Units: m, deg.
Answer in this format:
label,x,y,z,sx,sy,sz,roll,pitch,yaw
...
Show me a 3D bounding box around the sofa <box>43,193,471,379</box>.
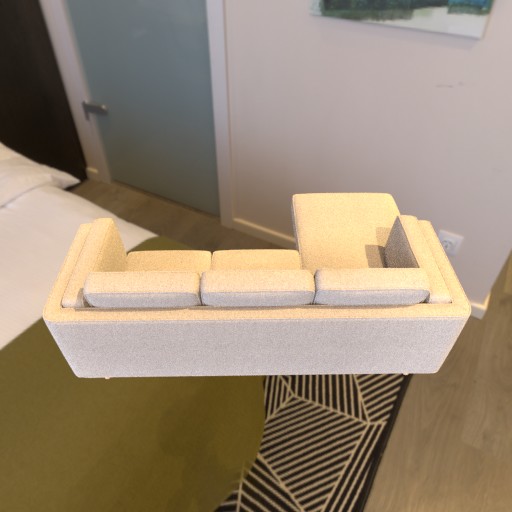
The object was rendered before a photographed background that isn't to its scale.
label,x,y,z,sx,sy,sz,roll,pitch,yaw
sofa,0.000,0.000,3.191,2.411,0.929,1.604,-1,43,-1
